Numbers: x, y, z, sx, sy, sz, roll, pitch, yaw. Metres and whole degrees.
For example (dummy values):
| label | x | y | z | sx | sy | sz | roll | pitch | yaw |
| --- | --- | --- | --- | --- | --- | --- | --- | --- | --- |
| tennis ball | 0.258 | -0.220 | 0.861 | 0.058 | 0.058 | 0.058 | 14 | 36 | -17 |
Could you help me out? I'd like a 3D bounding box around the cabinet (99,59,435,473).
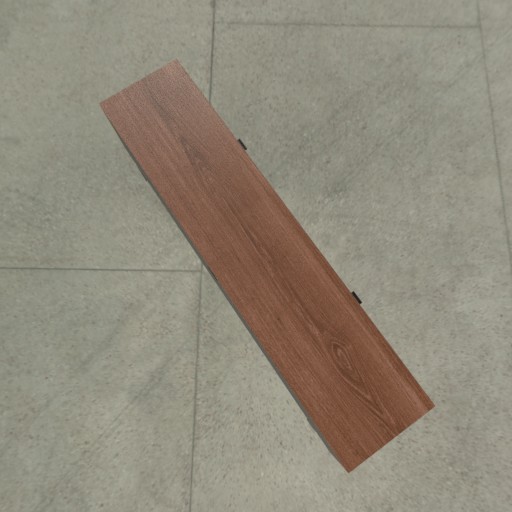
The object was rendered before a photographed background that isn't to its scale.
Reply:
| label | x | y | z | sx | sy | sz | roll | pitch | yaw |
| --- | --- | --- | --- | --- | --- | --- | --- | --- | --- |
| cabinet | 0.000 | 0.000 | 1.880 | 0.400 | 0.500 | 1.650 | -34 | 78 | -8 |
